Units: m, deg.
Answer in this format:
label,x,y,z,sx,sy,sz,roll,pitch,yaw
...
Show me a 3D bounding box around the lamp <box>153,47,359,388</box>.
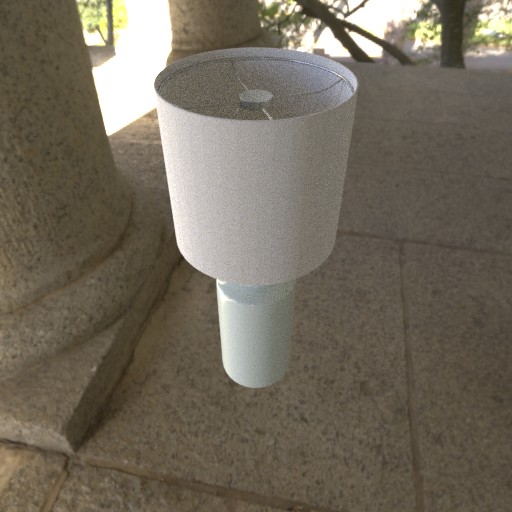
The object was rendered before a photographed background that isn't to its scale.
label,x,y,z,sx,sy,sz,roll,pitch,yaw
lamp,0.000,0.000,0.624,0.212,0.493,0.212,-12,42,-13
